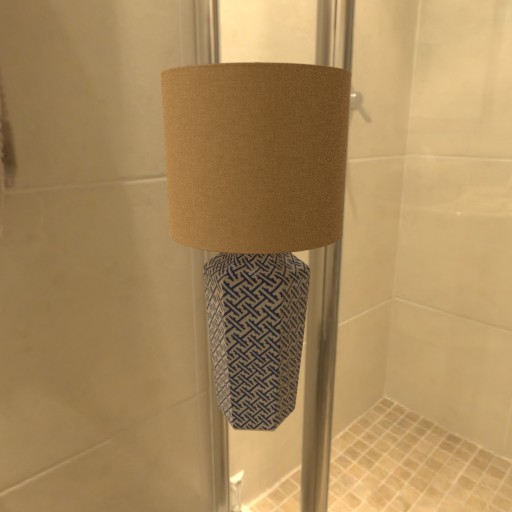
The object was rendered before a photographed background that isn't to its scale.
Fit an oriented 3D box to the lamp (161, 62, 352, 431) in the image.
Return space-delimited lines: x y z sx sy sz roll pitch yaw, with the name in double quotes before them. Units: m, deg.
"lamp" 0.000 0.000 0.846 0.320 0.682 0.320 2 16 8
